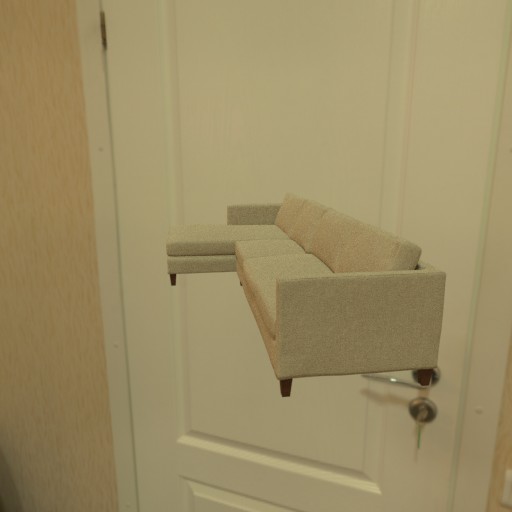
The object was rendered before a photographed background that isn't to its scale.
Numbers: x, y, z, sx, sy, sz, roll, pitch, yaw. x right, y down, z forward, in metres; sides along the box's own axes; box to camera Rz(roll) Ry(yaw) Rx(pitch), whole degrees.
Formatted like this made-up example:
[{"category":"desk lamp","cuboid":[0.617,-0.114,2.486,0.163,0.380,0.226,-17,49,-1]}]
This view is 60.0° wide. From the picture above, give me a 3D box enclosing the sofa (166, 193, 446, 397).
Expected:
[{"category":"sofa","cuboid":[0.000,0.000,3.846,1.625,0.846,3.186,-2,14,-8]}]
